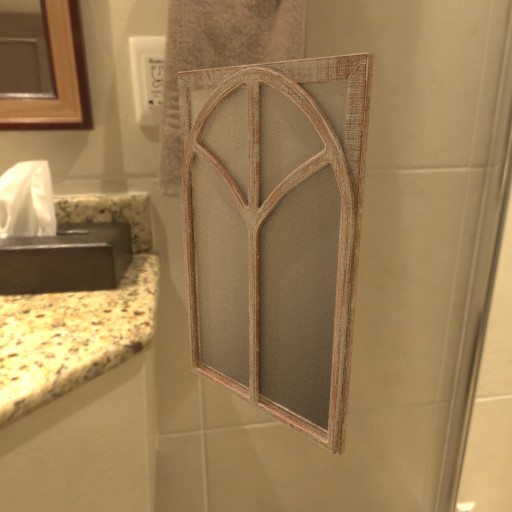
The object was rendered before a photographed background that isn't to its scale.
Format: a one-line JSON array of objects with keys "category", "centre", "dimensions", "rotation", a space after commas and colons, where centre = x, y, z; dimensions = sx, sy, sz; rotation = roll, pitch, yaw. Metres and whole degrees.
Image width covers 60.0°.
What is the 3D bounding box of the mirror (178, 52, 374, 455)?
[{"category": "mirror", "centre": [0.000, 0.000, 0.986], "dimensions": [0.495, 0.787, 0.058], "rotation": [16, 23, 40]}]
